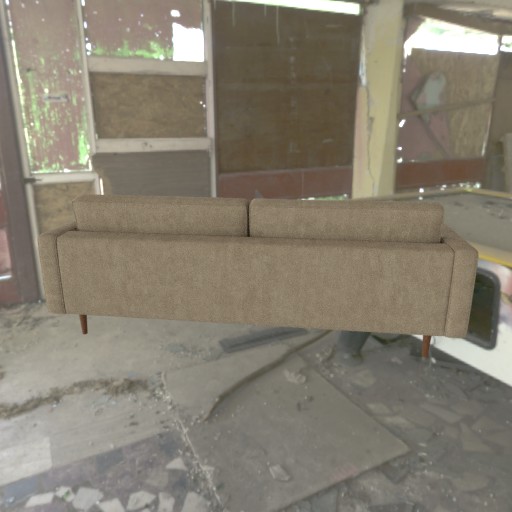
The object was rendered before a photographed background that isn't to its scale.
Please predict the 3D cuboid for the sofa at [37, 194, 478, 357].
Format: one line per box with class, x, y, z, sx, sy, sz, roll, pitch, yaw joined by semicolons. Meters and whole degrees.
sofa;0.000;0.000;2.636;2.200;0.770;0.919;2;17;7
